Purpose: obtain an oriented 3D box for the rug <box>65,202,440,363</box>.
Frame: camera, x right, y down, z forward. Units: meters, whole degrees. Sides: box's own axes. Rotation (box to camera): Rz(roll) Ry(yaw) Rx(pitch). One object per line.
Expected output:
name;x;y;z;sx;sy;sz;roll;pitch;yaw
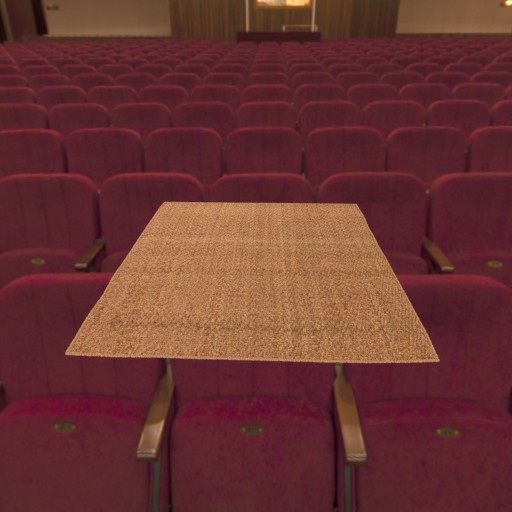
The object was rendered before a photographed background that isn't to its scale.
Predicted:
rug;0.000;0.000;4.172;2.439;0.013;3.048;1;26;2
